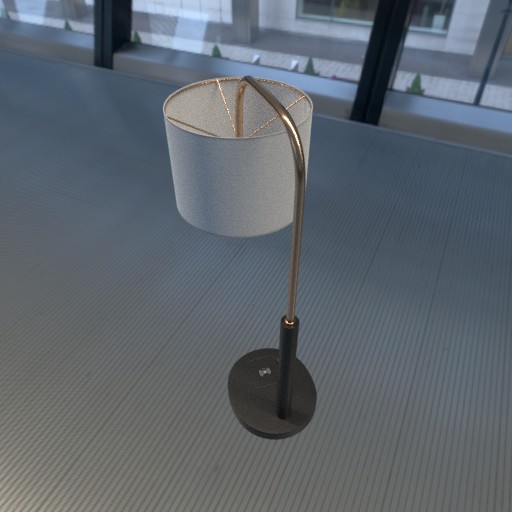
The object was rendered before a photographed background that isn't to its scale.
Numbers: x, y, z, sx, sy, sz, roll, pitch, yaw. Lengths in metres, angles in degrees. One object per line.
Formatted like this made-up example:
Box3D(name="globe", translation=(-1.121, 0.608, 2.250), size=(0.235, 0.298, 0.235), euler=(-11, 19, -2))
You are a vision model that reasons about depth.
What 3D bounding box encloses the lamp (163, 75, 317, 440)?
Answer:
Box3D(name="lamp", translation=(0.000, 0.000, 0.690), size=(0.199, 0.540, 0.337), euler=(-14, 43, -15))
